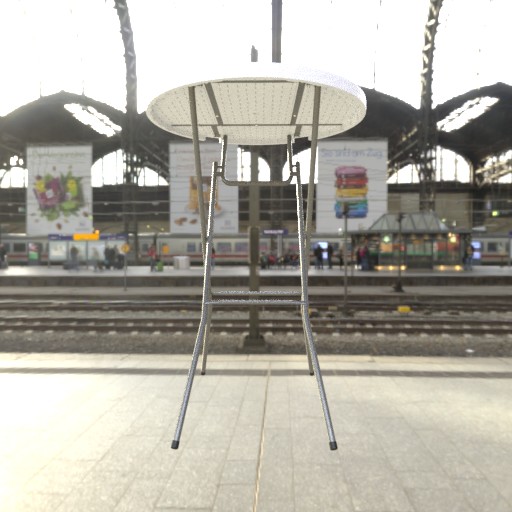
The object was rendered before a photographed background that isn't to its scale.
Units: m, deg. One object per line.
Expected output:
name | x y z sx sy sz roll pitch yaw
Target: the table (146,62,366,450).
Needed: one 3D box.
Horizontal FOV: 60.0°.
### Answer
table | 0.000 0.000 1.649 0.792 1.105 0.795 0 0 1
